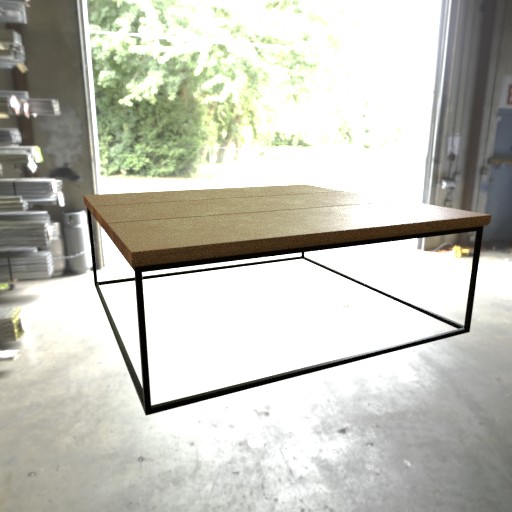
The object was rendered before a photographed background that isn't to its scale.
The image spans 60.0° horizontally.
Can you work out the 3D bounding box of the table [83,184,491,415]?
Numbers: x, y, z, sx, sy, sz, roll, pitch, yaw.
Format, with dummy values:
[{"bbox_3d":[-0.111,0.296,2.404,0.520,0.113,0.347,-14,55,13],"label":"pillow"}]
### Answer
[{"bbox_3d":[0.000,0.000,1.681,1.100,0.400,1.100,-7,16,-25],"label":"table"}]
